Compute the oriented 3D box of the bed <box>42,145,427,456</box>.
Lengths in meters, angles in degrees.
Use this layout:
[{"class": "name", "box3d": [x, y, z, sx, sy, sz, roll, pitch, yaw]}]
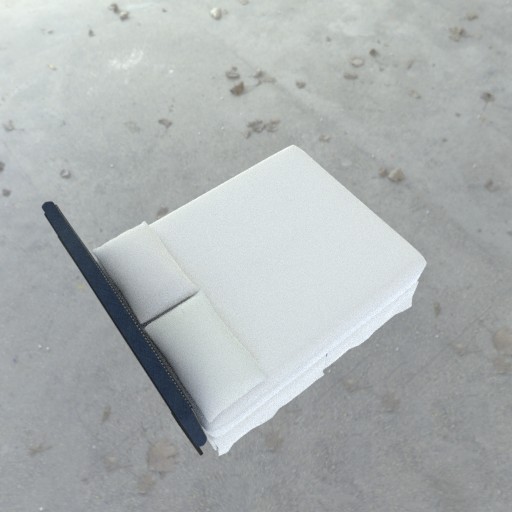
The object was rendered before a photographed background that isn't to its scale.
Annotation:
[{"class": "bed", "box3d": [0.000, 0.000, 3.241, 2.153, 1.518, 1.725, -33, 64, -19]}]
